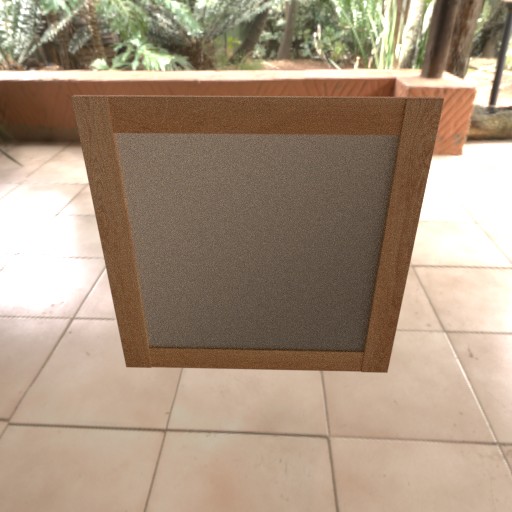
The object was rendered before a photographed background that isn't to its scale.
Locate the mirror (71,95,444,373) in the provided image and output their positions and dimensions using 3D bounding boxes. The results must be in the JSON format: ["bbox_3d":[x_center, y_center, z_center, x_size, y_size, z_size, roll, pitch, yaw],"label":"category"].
[{"bbox_3d":[0.000,0.000,1.161,0.800,0.800,0.020,1,31,1],"label":"mirror"}]
